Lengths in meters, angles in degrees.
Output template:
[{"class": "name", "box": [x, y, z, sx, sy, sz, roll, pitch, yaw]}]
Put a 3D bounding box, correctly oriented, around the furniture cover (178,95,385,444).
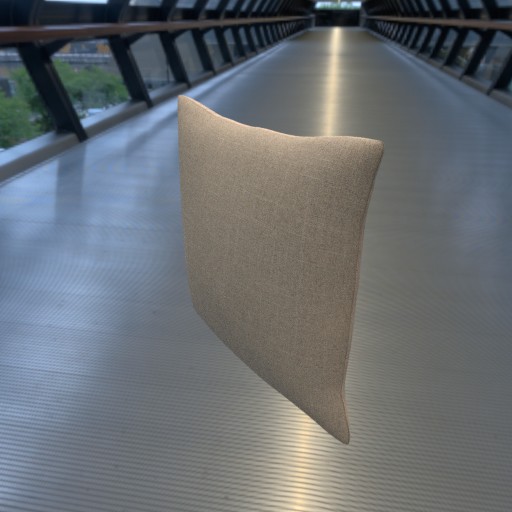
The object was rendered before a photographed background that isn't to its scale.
[{"class": "furniture cover", "box": [0.000, 0.000, 0.806, 0.178, 0.506, 0.512, -19, 33, -32]}]
